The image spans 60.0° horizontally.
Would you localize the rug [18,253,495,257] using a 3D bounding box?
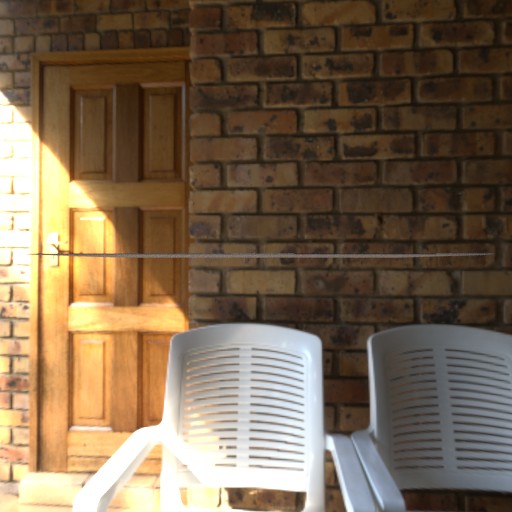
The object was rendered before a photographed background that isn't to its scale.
[{"bbox_3d":[0.000,0.000,2.999,2.420,0.005,1.528,0,-1,-1],"label":"rug"}]
